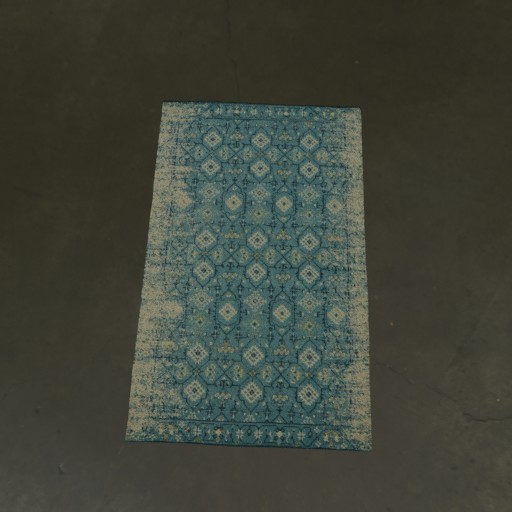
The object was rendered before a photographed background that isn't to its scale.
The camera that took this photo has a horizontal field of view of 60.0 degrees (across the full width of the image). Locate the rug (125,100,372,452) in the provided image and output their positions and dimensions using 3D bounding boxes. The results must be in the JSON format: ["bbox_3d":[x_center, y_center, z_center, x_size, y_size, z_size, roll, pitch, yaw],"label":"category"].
[{"bbox_3d":[0.000,0.000,3.062,1.530,0.015,2.449,2,74,1],"label":"rug"}]
